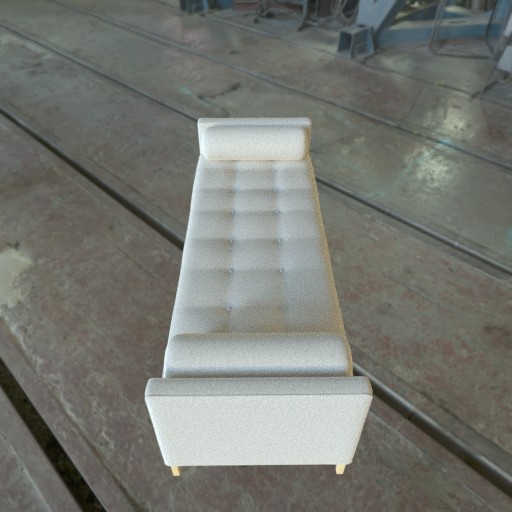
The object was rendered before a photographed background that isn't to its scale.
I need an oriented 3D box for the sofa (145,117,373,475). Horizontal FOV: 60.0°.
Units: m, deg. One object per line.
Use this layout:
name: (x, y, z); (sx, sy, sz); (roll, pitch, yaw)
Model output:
sofa: (0.000, 0.000, 2.310); (0.746, 0.641, 1.985); (0, 42, 0)
